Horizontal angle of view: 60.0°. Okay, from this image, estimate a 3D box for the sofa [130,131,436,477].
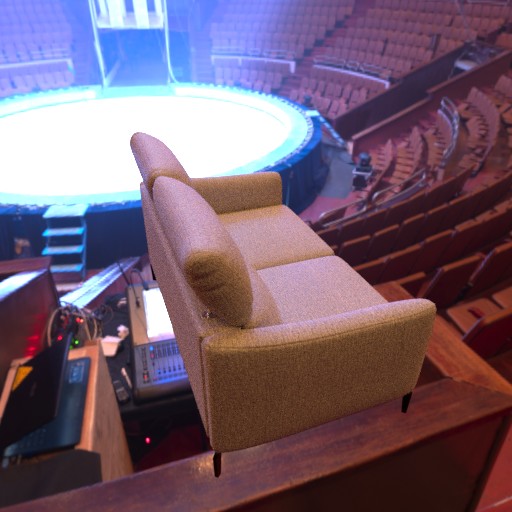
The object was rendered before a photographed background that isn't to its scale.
[{"bbox_3d":[0.000,0.000,2.092,0.905,0.950,1.540,-11,32,-18],"label":"sofa"}]
